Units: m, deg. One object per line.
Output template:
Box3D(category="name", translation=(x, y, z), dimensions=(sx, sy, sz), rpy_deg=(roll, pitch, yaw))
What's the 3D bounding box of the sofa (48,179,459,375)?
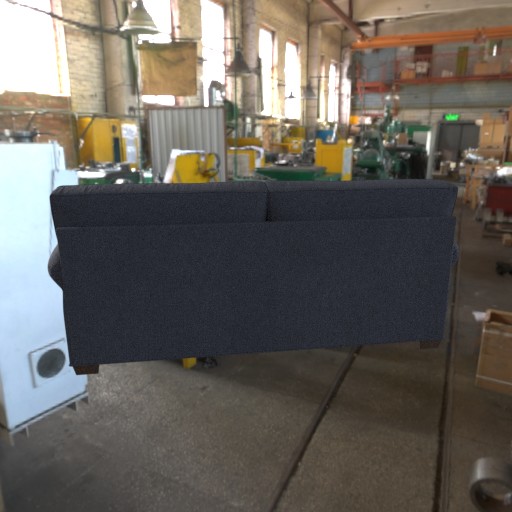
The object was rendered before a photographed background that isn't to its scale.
Box3D(category="sofa", translation=(0.000, 0.000, 2.877), dimensions=(2.391, 1.026, 0.954), rpy_deg=(-2, 15, -8))
